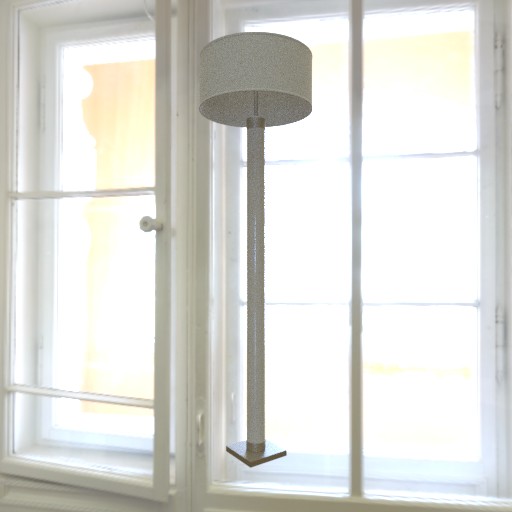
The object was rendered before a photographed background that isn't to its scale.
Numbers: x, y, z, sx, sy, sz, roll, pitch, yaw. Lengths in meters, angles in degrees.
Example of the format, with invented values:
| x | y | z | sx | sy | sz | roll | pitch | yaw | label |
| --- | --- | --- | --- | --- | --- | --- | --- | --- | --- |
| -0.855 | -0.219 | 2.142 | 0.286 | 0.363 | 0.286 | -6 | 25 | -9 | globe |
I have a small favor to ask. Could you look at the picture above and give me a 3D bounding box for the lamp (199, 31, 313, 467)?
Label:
| x | y | z | sx | sy | sz | roll | pitch | yaw | label |
| --- | --- | --- | --- | --- | --- | --- | --- | --- | --- |
| 0.000 | 0.000 | 1.648 | 0.420 | 1.475 | 0.420 | 0 | 0 | -35 | lamp |
